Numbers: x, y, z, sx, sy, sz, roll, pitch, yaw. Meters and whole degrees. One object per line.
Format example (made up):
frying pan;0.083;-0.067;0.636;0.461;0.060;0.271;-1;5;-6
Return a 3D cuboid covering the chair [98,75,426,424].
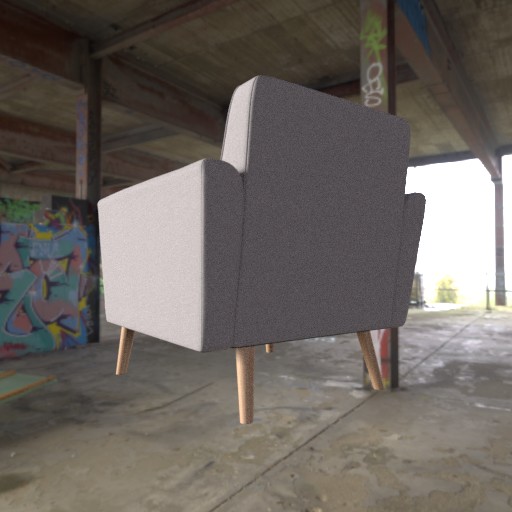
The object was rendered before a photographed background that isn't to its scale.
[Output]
chair;0.000;0.000;1.395;0.780;0.780;0.750;1;-1;-36
